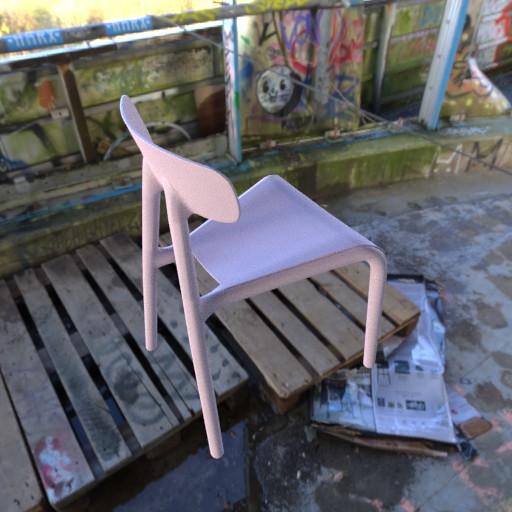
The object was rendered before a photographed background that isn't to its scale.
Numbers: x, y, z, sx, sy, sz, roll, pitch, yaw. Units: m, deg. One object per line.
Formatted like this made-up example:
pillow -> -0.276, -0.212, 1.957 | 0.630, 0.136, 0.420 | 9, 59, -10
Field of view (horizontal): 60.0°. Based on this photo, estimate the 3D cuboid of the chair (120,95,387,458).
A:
chair -> 0.000, 0.000, 0.814 | 0.401, 0.580, 0.356 | -24, 46, -25
